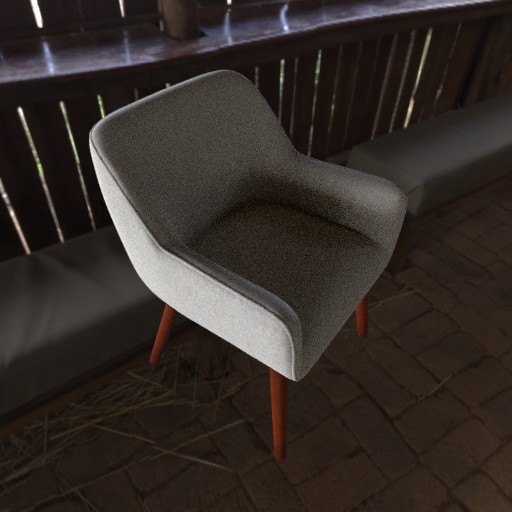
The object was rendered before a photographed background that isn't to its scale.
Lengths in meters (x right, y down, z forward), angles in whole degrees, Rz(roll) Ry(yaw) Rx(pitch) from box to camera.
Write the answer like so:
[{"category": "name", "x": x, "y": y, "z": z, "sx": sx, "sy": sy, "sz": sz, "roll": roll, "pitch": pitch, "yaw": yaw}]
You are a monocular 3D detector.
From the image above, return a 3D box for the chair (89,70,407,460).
[{"category": "chair", "x": 0.000, "y": 0.000, "z": 1.247, "sx": 0.610, "sy": 0.813, "sz": 0.610, "roll": 25, "pitch": 46, "yaw": 26}]
